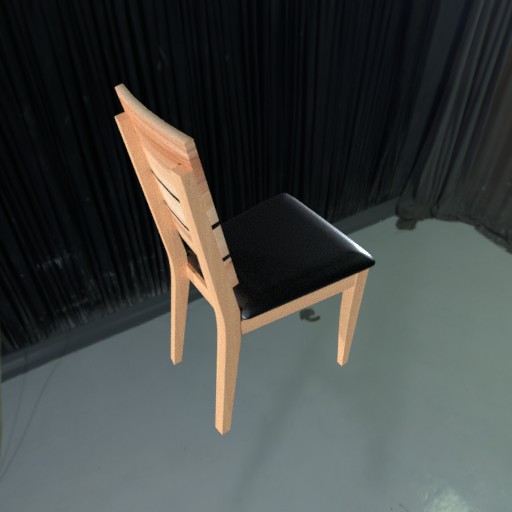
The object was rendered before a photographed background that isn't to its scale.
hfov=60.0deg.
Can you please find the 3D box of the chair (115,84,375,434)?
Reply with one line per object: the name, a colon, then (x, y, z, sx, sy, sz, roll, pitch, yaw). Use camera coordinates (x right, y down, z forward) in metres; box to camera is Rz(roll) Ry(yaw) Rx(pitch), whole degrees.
chair: (0.000, 0.000, 1.212, 0.520, 0.940, 0.410, -25, 47, -25)
